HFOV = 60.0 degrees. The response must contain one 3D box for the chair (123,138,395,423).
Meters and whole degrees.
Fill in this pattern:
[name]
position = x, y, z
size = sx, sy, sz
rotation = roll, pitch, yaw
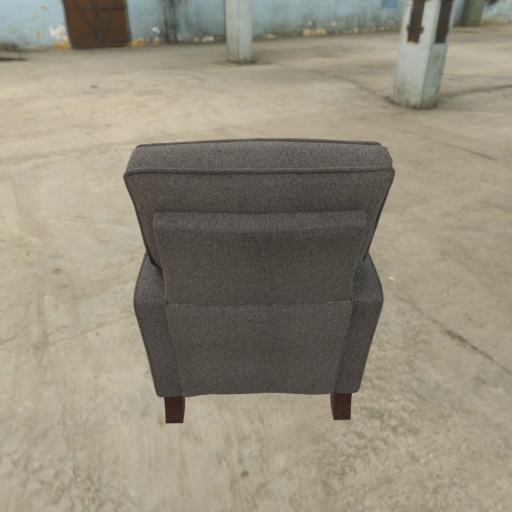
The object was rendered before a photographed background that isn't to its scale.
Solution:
[chair]
position = 0.000, 0.000, 1.435
size = 0.650, 0.889, 0.775
rotation = -1, 30, -1
